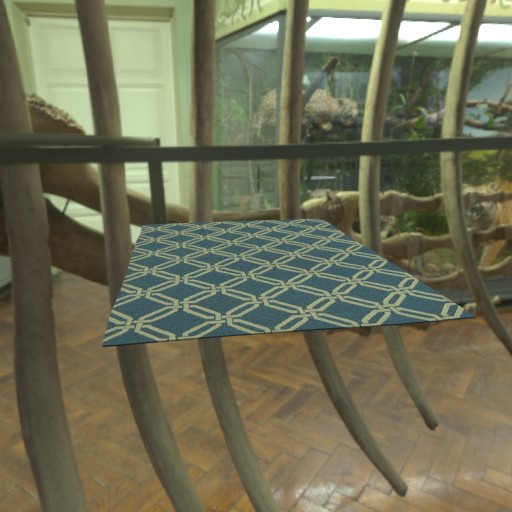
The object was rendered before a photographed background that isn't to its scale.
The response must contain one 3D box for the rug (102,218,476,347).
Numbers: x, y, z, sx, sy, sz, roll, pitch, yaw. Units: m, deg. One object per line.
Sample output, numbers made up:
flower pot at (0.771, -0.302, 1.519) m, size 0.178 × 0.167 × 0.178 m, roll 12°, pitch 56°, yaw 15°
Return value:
rug at (0.000, 0.000, 2.732) m, size 1.524 × 0.013 × 2.135 m, roll -3°, pitch 16°, yaw -9°
